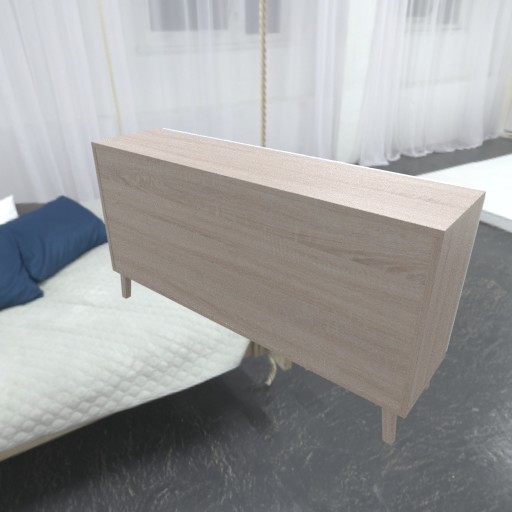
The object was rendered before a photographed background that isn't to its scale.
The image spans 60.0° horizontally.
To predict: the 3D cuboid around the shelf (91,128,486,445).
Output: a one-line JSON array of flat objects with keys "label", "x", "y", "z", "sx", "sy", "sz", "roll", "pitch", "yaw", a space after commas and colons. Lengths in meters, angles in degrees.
[{"label": "shelf", "x": 0.000, "y": 0.000, "z": 1.800, "sx": 1.490, "sy": 0.780, "sz": 0.400, "roll": 20, "pitch": 34, "yaw": 34}]
